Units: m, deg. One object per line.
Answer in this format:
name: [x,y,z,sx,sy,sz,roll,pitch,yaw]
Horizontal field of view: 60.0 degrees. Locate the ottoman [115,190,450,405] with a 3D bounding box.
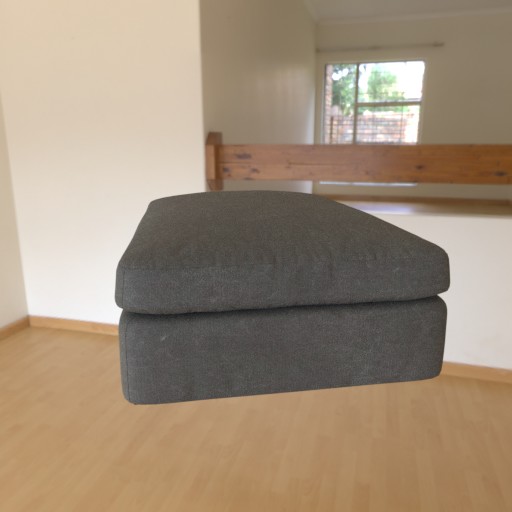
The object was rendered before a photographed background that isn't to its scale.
ottoman: [0.000,0.000,1.611,0.840,0.429,1.199,-2,14,-9]
